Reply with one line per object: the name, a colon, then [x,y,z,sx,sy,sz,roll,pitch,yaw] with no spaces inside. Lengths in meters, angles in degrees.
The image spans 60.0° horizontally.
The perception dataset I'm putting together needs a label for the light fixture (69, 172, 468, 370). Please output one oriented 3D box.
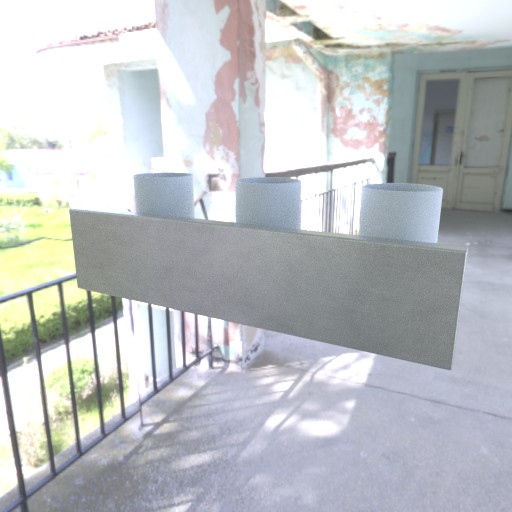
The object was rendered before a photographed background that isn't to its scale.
light fixture: [0.000,0.000,0.524,0.451,0.172,0.145,8,17,27]
